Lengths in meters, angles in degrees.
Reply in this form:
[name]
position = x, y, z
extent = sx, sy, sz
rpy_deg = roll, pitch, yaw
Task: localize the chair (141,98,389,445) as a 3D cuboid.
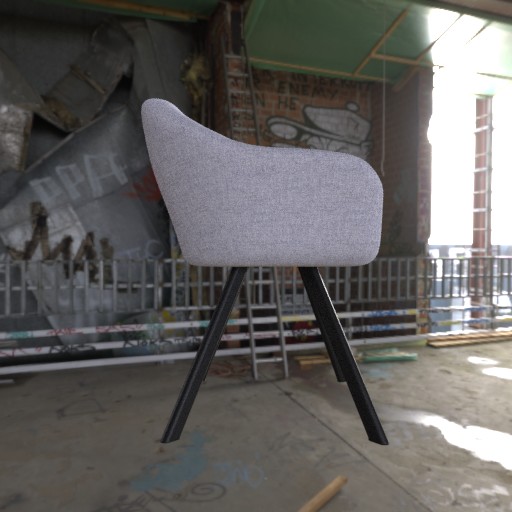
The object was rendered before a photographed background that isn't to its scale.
[chair]
position = 0.000, 0.000, 1.152
extent = 0.570, 0.780, 0.540
rpy_deg = 0, 1, 1
